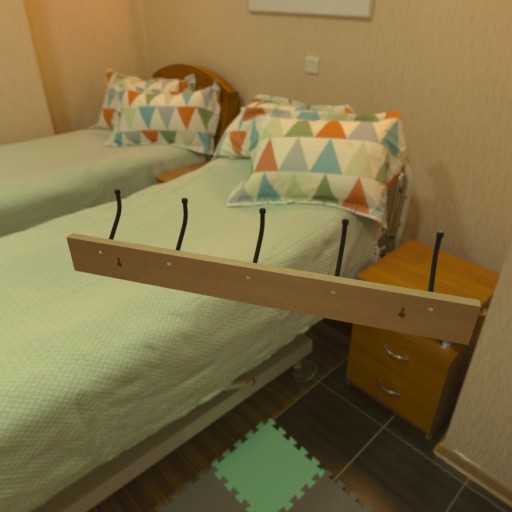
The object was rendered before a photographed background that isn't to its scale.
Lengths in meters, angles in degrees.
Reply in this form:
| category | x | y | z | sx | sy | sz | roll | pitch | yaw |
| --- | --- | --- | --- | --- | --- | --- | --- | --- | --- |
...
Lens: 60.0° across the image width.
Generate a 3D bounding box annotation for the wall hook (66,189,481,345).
| category | x | y | z | sx | sy | sz | roll | pitch | yaw |
| --- | --- | --- | --- | --- | --- | --- | --- | --- | --- |
| wall hook | 0.000 | 0.000 | 0.619 | 0.571 | 0.117 | 0.071 | 9 | 32 | 15 |
